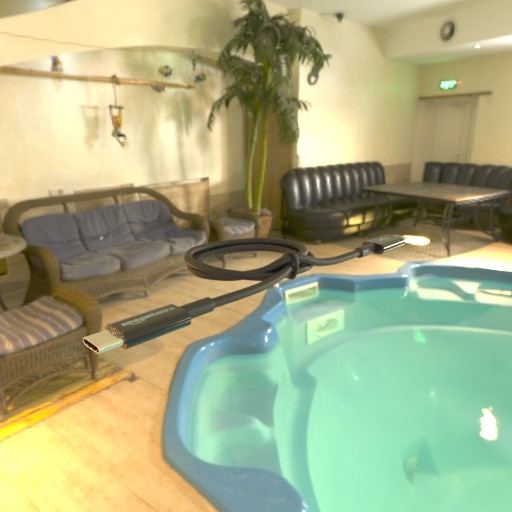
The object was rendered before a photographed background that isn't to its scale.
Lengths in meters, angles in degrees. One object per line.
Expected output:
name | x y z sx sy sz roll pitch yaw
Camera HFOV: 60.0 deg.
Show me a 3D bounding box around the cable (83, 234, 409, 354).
cable | 0.000 0.000 0.227 0.070 0.014 0.203 15 22 42
